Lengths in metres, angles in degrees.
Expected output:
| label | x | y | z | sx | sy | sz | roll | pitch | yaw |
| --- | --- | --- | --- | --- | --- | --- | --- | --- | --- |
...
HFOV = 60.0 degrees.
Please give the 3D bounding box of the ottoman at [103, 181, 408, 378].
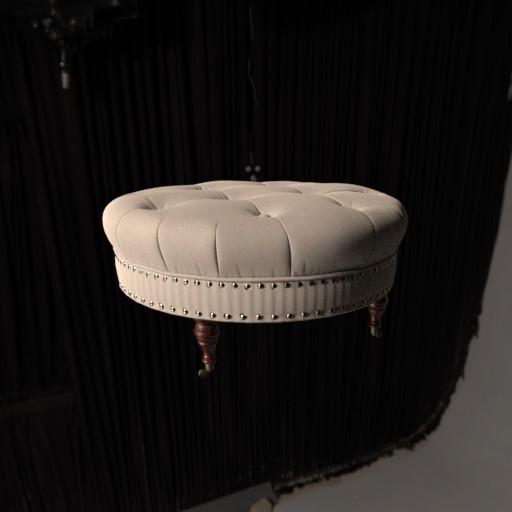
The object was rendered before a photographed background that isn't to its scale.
| label | x | y | z | sx | sy | sz | roll | pitch | yaw |
| --- | --- | --- | --- | --- | --- | --- | --- | --- | --- |
| ottoman | 0.000 | 0.000 | 1.409 | 0.901 | 0.439 | 0.901 | 0 | 15 | 0 |
